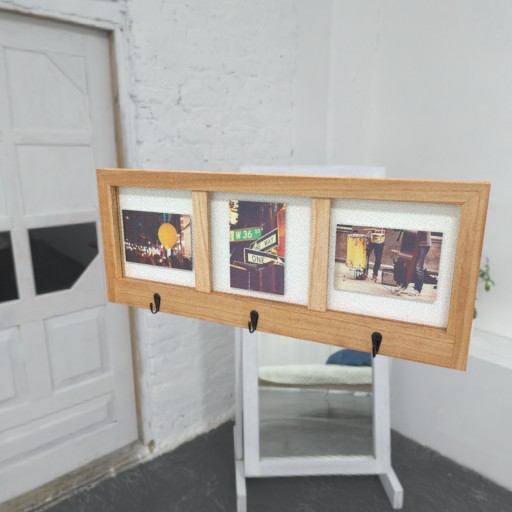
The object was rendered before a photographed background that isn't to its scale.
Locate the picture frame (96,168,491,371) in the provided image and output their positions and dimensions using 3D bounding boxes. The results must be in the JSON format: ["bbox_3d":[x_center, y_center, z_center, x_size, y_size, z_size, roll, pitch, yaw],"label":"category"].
[{"bbox_3d":[0.000,0.000,0.647,0.582,0.234,0.045,7,16,24],"label":"picture frame"}]
